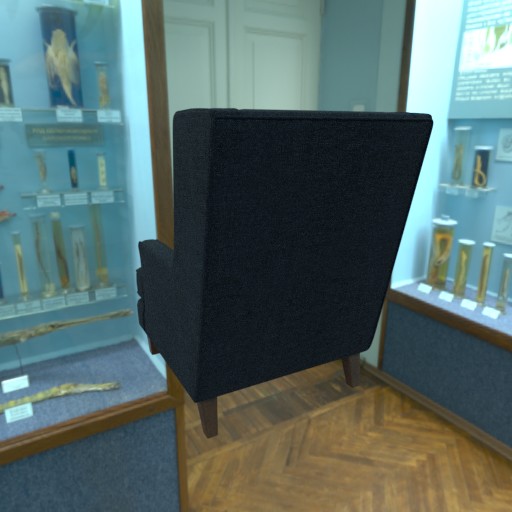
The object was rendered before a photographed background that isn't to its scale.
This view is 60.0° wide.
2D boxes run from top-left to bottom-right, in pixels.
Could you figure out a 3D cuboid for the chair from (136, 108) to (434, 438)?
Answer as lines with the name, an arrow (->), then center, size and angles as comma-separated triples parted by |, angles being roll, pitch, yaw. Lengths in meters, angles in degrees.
chair -> 0.000, 0.000, 1.749 | 0.764, 1.072, 0.947 | -9, 18, -28
